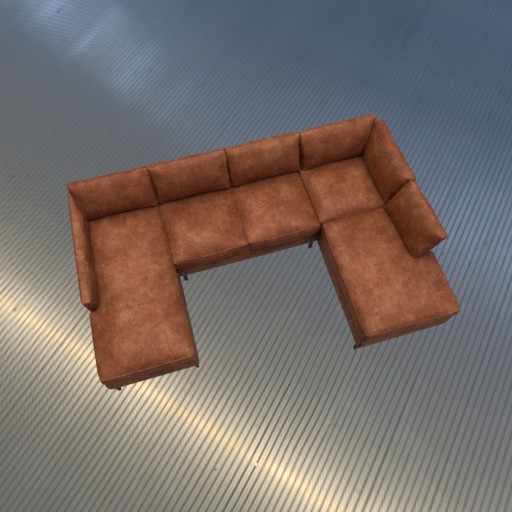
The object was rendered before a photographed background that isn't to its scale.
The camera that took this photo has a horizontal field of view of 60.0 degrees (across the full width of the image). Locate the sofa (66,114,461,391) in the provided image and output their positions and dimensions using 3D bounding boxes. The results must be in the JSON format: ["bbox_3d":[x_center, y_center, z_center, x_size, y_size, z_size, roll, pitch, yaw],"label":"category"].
[{"bbox_3d":[0.000,0.000,3.878,2.956,0.900,1.939,-15,66,-7],"label":"sofa"}]
